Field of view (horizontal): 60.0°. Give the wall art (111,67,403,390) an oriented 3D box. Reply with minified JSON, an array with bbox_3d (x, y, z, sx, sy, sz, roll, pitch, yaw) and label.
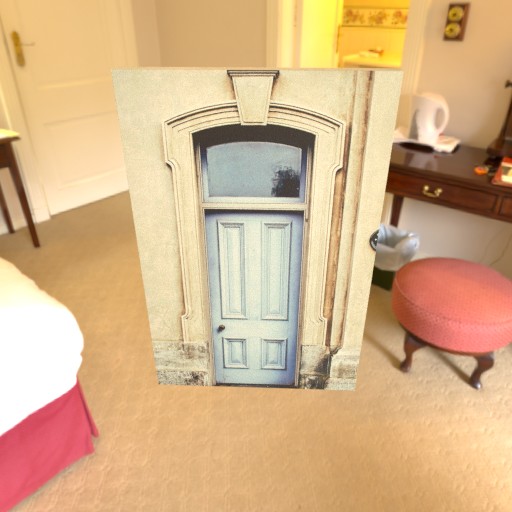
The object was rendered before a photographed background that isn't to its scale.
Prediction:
[{"bbox_3d":[0.000,0.000,0.975,0.508,0.764,0.038,1,30,2],"label":"wall art"}]
